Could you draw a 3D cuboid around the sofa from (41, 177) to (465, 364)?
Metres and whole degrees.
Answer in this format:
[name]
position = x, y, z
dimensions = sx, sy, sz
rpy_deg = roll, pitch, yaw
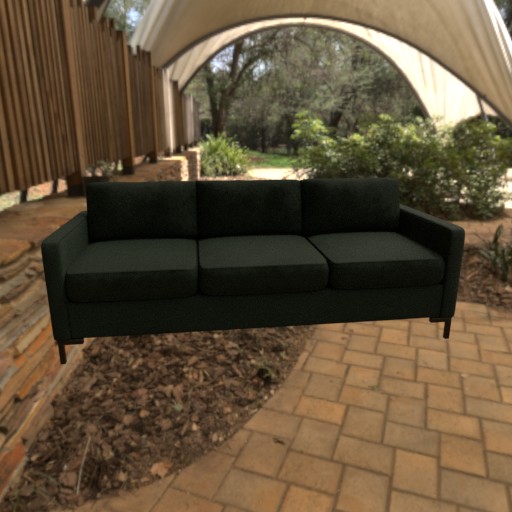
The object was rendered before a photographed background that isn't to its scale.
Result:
[sofa]
position = 0.000, 0.000, 2.718
dimensions = 2.218, 0.870, 0.859
rpy_deg = -2, 17, -7
